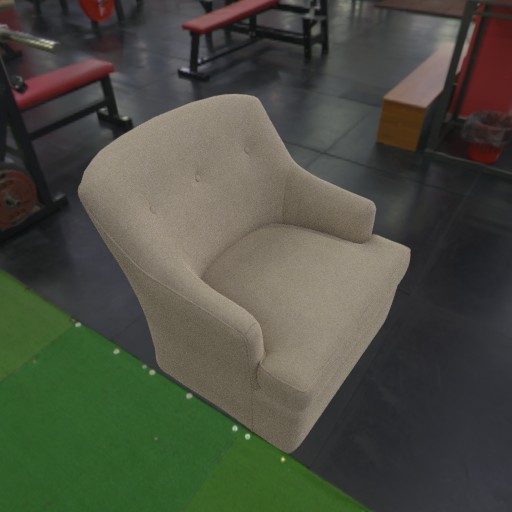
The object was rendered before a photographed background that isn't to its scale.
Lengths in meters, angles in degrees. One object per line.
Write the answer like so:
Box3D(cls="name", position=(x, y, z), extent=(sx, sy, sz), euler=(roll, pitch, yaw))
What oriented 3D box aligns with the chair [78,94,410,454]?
Box3D(cls="chair", position=(0.000, 0.000, 1.635), extent=(0.923, 0.856, 0.864), euler=(26, 48, 27))
